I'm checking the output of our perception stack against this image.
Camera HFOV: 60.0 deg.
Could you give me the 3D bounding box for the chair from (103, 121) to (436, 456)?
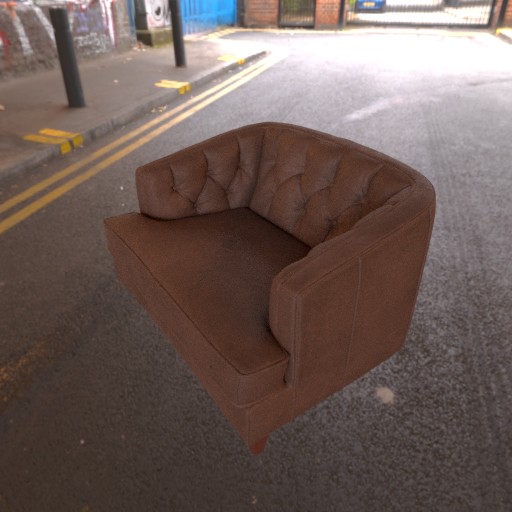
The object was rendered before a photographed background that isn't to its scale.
[{"bbox_3d":[0.000,0.000,1.742,0.914,0.787,1.118,-20,36,-29],"label":"chair"}]
